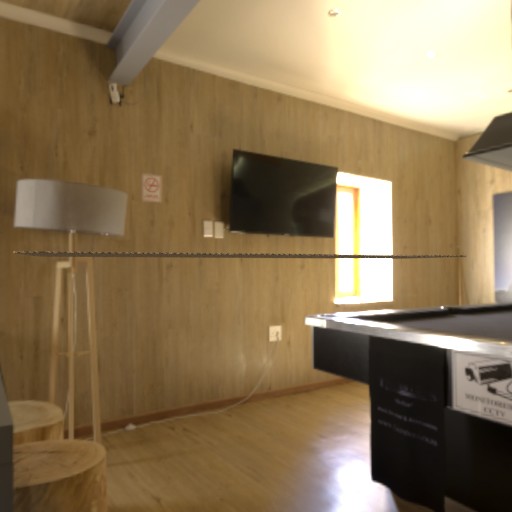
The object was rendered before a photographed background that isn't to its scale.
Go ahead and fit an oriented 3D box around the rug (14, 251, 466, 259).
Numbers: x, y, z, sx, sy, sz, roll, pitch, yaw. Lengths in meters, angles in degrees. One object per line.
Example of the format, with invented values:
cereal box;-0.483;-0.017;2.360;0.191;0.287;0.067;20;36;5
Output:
rug;0.000;0.000;2.462;2.286;0.008;0.686;0;-1;-18
